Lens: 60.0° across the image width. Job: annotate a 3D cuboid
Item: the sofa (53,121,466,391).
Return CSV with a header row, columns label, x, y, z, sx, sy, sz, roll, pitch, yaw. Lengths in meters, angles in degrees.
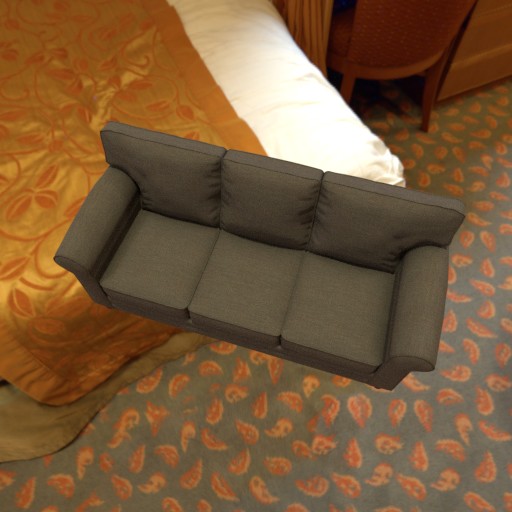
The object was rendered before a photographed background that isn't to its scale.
label,x,y,z,sx,sy,sz,roll,pitch,yaw
sofa,0.000,0.000,2.610,2.084,0.966,0.909,15,60,9
